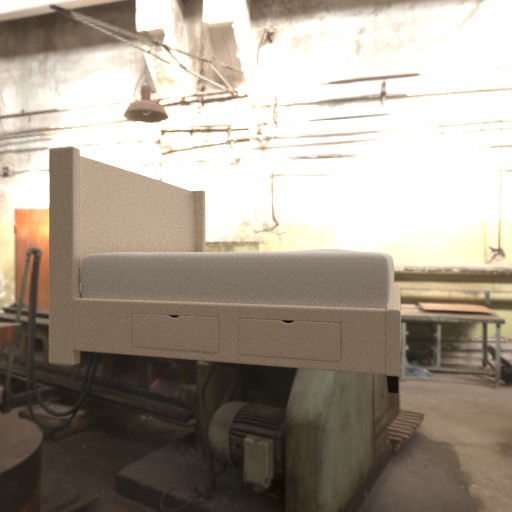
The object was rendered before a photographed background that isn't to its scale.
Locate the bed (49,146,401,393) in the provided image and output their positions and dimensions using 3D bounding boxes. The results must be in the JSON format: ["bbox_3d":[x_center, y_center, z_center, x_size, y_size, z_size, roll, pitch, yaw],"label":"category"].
[{"bbox_3d":[0.000,0.000,3.677,2.293,1.471,2.145,0,0,18],"label":"bed"}]
